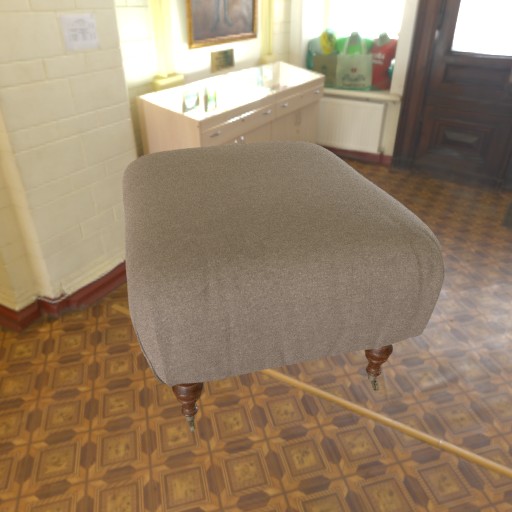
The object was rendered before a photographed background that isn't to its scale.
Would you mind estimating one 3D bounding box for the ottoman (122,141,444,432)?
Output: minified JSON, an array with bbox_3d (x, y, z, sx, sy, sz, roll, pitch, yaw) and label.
[{"bbox_3d":[0.000,0.000,1.142,0.622,0.450,0.747,-8,31,-13],"label":"ottoman"}]
